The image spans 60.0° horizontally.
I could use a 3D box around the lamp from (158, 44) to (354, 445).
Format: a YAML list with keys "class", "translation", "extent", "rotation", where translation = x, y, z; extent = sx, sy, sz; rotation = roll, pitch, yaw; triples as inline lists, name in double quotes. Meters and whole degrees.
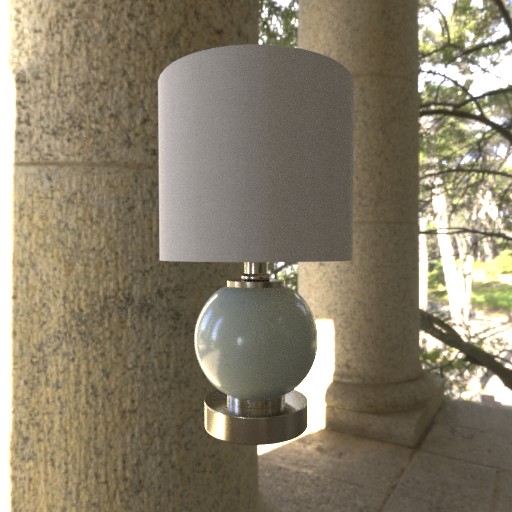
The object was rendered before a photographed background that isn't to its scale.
- class: "lamp"
  translation: [0.000, 0.000, 0.467]
  extent: [0.201, 0.353, 0.201]
  rotation: [0, 0, 2]
